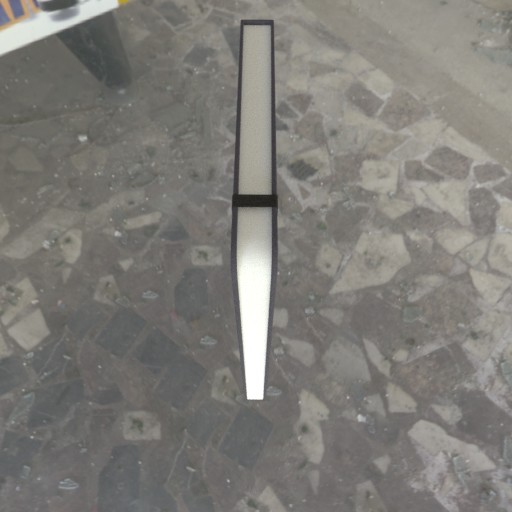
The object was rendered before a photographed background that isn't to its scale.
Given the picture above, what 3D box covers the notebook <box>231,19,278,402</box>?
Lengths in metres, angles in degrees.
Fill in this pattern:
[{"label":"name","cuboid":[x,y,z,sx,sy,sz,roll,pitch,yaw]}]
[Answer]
[{"label":"notebook","cuboid":[0.000,0.000,0.262,0.016,0.213,0.127,0,60,0]}]
